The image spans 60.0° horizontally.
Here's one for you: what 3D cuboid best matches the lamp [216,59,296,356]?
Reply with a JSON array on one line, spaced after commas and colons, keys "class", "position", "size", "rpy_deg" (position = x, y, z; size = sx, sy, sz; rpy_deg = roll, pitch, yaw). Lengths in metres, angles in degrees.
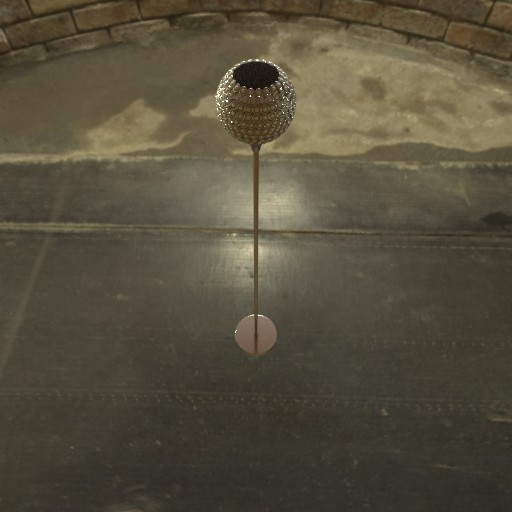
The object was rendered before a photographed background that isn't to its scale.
[{"class": "lamp", "position": [0.000, 0.000, 1.945], "size": [0.254, 1.805, 0.254], "rpy_deg": [0, 57, 0]}]
